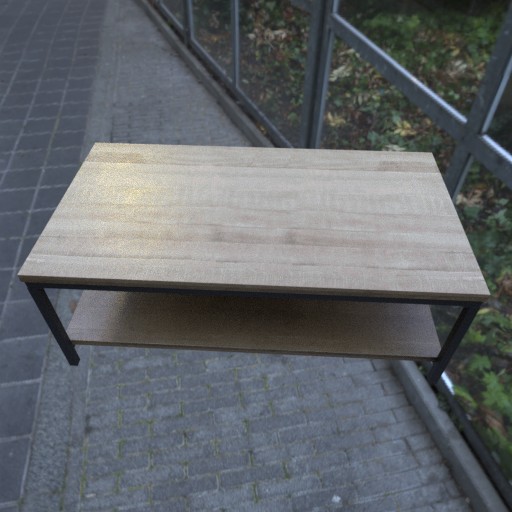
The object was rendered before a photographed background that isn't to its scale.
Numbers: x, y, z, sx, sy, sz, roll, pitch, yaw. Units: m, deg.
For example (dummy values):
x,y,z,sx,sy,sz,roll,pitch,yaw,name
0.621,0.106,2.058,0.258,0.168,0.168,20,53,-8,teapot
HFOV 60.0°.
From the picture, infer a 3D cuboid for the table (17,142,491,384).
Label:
x,y,z,sx,sy,sz,roll,pitch,yaw,name
0.000,0.000,1.333,1.062,0.393,0.574,2,45,2,table
